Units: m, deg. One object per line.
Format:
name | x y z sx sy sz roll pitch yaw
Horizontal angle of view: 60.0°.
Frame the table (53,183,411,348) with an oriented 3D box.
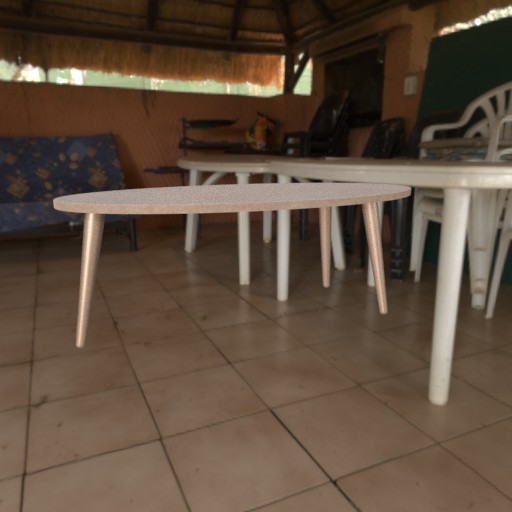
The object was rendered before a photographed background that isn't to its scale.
table | 0.000 0.000 1.340 1.083 0.390 0.542 -6 15 -25
